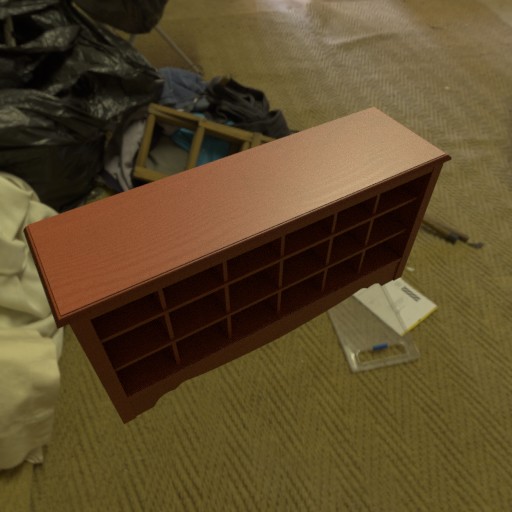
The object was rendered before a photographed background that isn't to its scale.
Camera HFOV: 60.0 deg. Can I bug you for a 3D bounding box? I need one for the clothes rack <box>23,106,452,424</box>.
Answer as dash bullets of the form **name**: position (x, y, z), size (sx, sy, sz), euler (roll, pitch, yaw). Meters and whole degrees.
- **clothes rack**: position (0.000, 0.000, 1.518), size (1.251, 0.594, 0.362), euler (-24, 52, -20)
